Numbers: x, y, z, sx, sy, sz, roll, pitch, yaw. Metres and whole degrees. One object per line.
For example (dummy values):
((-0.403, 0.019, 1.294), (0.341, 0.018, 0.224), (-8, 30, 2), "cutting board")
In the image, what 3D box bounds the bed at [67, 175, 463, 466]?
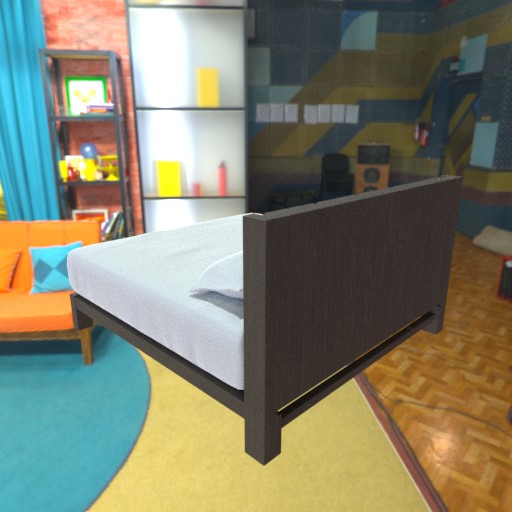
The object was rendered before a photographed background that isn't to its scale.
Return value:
((0.000, 0.000, 3.518), (2.238, 1.261, 2.143), (16, 23, 42), "bed")
